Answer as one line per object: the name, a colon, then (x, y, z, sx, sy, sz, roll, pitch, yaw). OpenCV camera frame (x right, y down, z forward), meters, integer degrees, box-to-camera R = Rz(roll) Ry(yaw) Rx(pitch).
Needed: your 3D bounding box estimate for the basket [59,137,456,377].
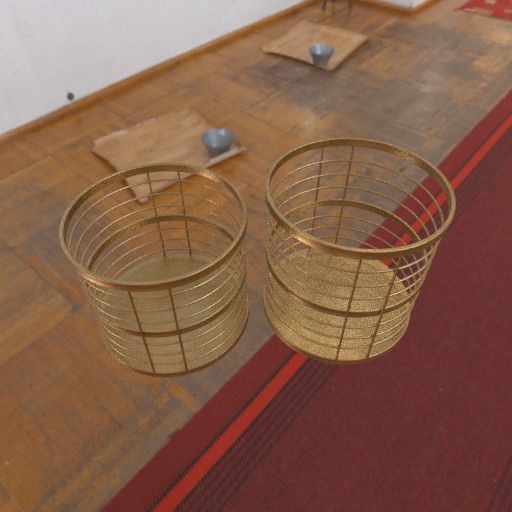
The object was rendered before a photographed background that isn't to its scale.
basket: (0.000, 0.000, 0.958, 0.746, 0.351, 0.356, -3, 46, -3)
